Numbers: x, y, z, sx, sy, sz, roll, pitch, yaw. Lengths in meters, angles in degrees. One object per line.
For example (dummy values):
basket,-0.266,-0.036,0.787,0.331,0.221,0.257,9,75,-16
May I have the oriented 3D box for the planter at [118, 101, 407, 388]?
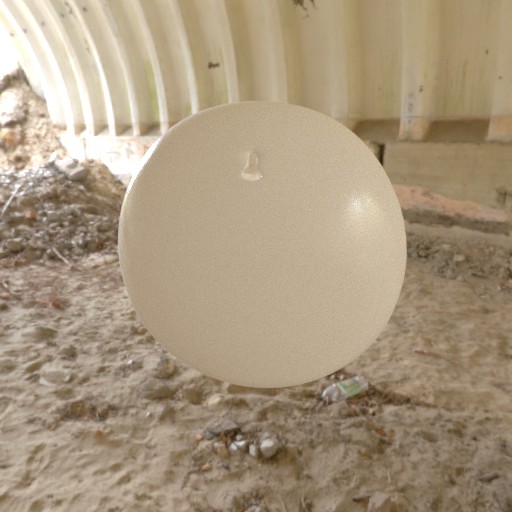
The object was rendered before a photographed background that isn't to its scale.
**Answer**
planter,0.000,0.000,0.283,0.185,0.188,0.043,2,15,8
